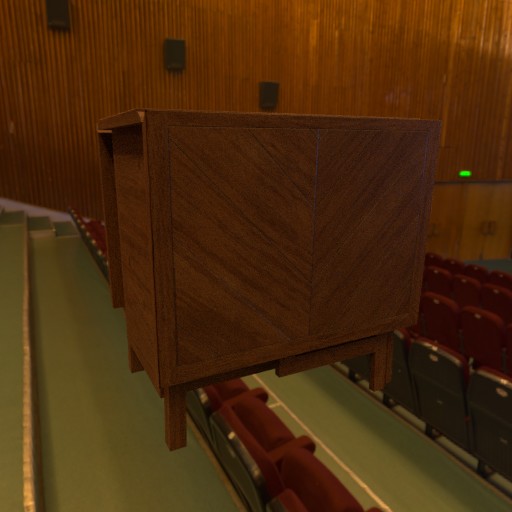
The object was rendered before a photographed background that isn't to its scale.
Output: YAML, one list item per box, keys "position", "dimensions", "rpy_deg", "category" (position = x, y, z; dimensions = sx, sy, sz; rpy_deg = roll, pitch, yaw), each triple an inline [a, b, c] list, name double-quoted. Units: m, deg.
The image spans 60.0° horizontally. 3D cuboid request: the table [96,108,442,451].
- position: [0.000, 0.000, 1.292]
  dimensions: [0.746, 0.763, 0.591]
  rpy_deg: [-7, 16, -26]
  category: "table"
